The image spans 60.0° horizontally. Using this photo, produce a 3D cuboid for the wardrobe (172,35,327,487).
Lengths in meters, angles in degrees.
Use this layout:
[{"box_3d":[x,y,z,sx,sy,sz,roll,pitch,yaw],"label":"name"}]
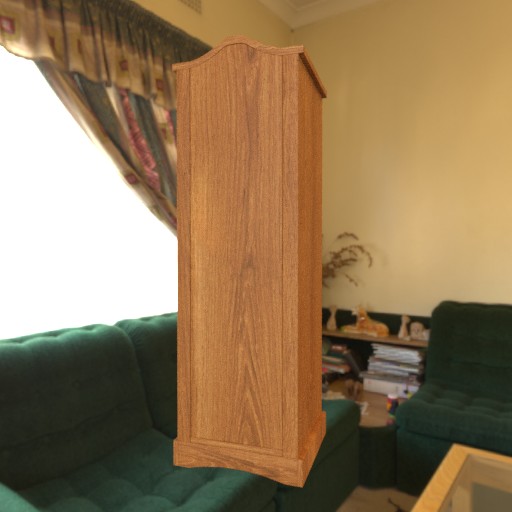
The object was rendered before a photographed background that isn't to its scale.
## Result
[{"box_3d":[0.000,0.000,2.148,0.590,1.870,0.570,0,1,18],"label":"wardrobe"}]
